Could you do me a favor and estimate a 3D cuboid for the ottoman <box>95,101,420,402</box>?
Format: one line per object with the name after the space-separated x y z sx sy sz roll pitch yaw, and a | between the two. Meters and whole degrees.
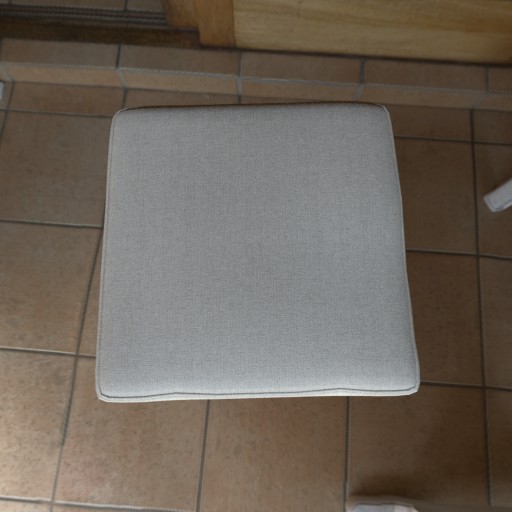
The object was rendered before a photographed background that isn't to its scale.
0.000 0.000 1.388 0.838 0.503 0.838 -1 75 0 | ottoman
